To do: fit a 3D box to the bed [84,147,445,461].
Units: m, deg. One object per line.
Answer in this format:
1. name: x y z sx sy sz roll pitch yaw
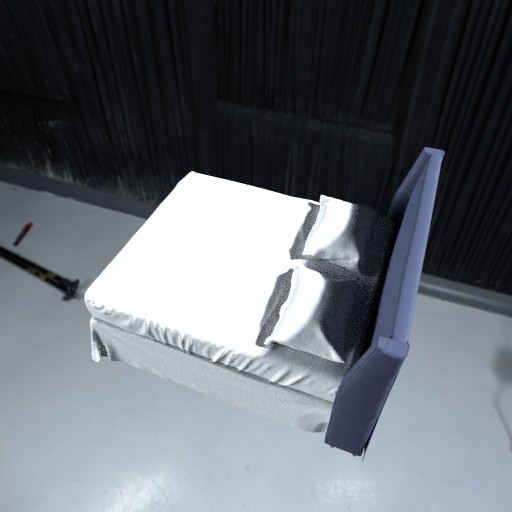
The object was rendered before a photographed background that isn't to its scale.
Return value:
1. bed: 0.000 0.000 3.406 2.276 1.332 1.925 16 47 15
